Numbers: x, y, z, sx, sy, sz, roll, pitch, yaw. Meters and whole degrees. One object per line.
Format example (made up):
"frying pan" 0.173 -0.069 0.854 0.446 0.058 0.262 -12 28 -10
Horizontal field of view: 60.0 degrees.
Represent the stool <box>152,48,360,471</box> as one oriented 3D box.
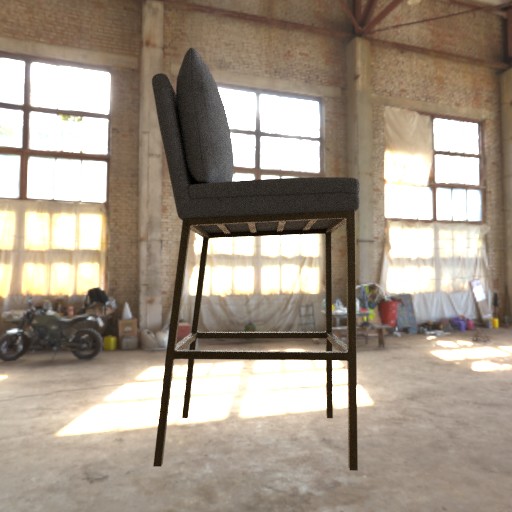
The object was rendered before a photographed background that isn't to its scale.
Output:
"stool" 0.000 0.000 1.400 0.569 1.132 0.463 0 -3 1
